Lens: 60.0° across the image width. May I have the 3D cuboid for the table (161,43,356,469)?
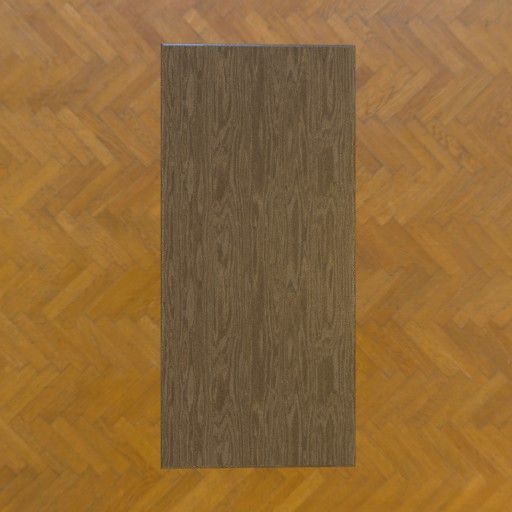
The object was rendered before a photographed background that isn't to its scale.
[{"bbox_3d":[0.000,0.000,1.741,0.599,0.780,1.300,0,90,-1],"label":"table"}]
